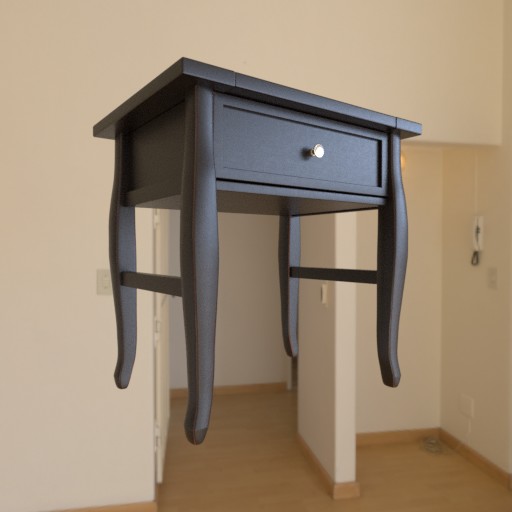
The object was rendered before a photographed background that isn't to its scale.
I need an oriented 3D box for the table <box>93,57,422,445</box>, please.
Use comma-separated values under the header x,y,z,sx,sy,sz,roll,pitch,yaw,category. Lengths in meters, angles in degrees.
x,y,z,sx,sy,sz,roll,pitch,yaw,category
0.000,0.000,1.022,0.602,0.604,0.460,-1,1,-36,table
